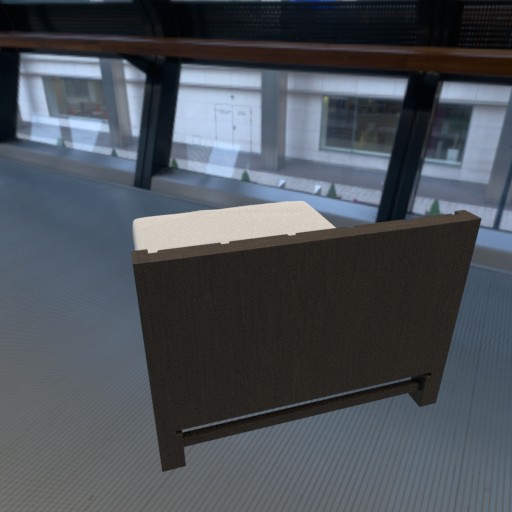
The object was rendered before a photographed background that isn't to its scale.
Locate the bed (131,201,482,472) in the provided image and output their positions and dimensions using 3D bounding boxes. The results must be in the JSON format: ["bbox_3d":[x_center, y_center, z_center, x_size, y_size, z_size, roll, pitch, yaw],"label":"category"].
[{"bbox_3d":[0.000,0.000,3.278,1.727,1.270,2.242,-8,28,-15],"label":"bed"}]
